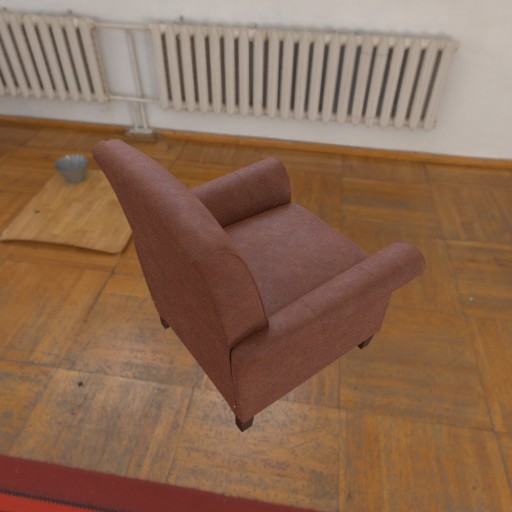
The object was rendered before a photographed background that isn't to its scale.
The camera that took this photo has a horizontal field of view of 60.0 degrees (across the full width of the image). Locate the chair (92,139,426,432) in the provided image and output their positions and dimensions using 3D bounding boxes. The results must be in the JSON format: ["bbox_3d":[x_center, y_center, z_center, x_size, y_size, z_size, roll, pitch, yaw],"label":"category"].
[{"bbox_3d":[0.000,0.000,1.811,0.902,1.061,0.978,-26,47,-26],"label":"chair"}]
